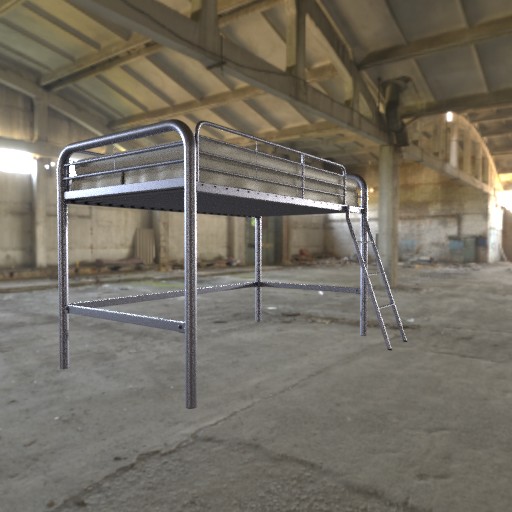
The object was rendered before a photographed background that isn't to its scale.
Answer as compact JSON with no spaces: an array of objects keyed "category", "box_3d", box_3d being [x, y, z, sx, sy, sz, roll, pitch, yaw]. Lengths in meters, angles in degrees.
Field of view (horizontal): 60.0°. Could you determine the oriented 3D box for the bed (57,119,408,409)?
[{"category":"bed","box_3d":[0.000,0.000,2.929,1.415,1.288,1.965,1,2,37]}]
